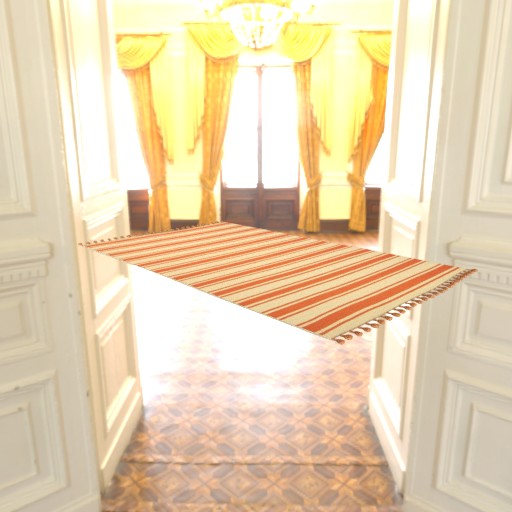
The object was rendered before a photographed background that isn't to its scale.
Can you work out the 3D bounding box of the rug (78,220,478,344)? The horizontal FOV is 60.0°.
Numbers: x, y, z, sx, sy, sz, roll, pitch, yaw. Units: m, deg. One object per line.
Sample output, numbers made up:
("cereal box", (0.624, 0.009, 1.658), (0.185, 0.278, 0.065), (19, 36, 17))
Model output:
("rug", (0.000, 0.000, 2.596), (1.232, 0.017, 2.092), (-14, 20, -43))
